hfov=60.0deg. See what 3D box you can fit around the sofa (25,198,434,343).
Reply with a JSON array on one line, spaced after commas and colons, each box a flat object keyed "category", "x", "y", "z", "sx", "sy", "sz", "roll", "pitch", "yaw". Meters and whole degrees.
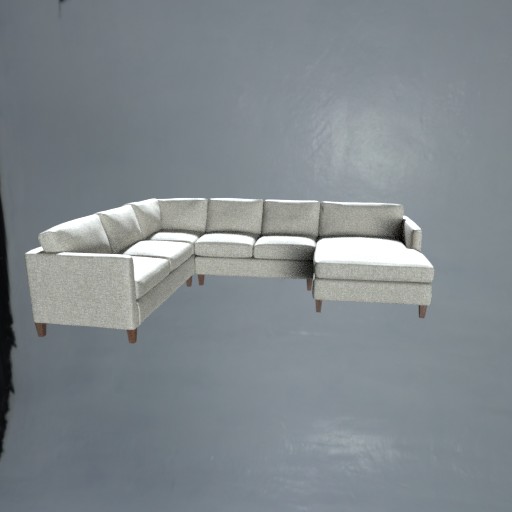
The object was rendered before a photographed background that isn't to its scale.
[{"category": "sofa", "x": 0.000, "y": 0.000, "z": 4.611, "sx": 3.460, "sy": 0.959, "sz": 2.593, "roll": 2, "pitch": 14, "yaw": 9}]
